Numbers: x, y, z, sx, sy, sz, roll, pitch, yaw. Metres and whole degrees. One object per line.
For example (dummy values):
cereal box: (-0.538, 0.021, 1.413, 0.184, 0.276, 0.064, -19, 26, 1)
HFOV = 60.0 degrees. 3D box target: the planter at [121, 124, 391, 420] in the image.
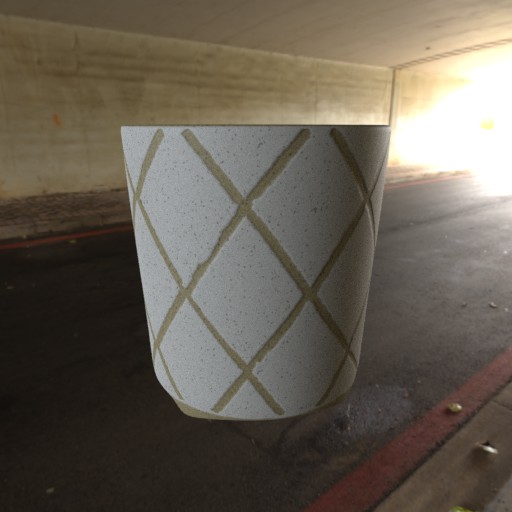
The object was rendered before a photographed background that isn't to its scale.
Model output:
planter: (0.000, 0.000, 0.352, 0.191, 0.199, 0.191, 0, 16, 0)
